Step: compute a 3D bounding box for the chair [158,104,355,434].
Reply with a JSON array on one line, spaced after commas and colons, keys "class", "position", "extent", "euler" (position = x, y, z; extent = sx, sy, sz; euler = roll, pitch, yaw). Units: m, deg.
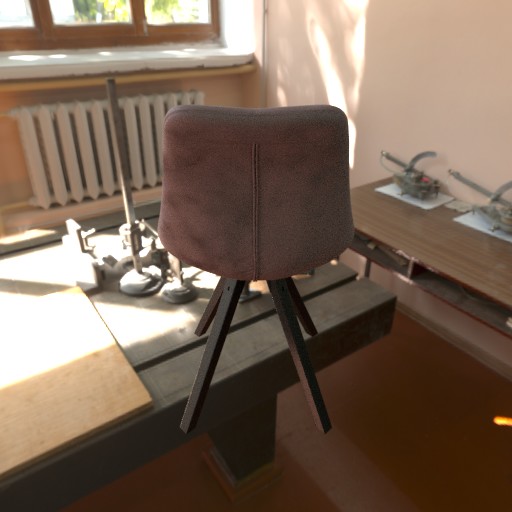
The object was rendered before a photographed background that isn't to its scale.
[{"class": "chair", "position": [0.000, 0.000, 1.183], "extent": [0.483, 0.865, 0.547], "euler": [0, 29, 0]}]
